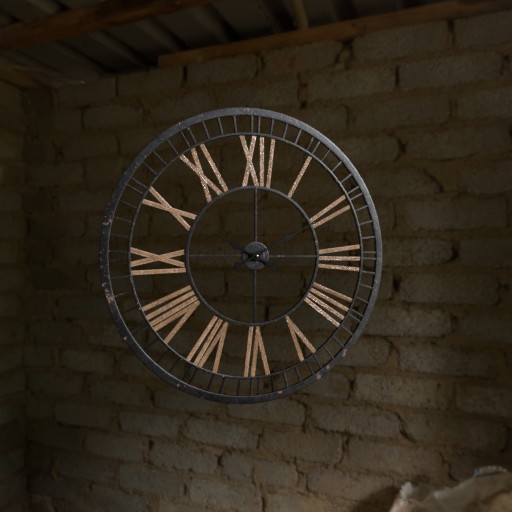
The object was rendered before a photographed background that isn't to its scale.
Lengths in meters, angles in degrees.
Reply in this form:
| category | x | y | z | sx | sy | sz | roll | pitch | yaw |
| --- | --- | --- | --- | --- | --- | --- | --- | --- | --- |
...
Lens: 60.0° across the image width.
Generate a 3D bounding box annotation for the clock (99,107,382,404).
| category | x | y | z | sx | sy | sz | roll | pitch | yaw |
| --- | --- | --- | --- | --- | --- | --- | --- | --- | --- |
| clock | 0.000 | 0.000 | 1.261 | 0.843 | 0.843 | 0.025 | 0 | 0 | -19 |
